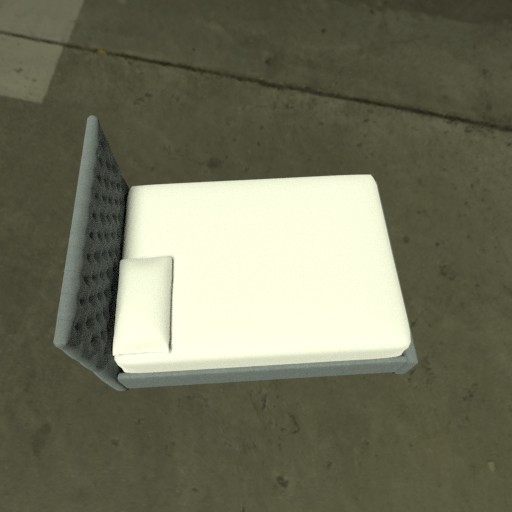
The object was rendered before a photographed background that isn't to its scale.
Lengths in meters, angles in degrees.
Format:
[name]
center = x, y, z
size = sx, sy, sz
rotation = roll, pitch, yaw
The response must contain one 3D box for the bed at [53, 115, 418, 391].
[bed]
center = 0.000, 0.000, 3.422
size = 2.335, 1.411, 1.698
rotation = -3, 63, -2
